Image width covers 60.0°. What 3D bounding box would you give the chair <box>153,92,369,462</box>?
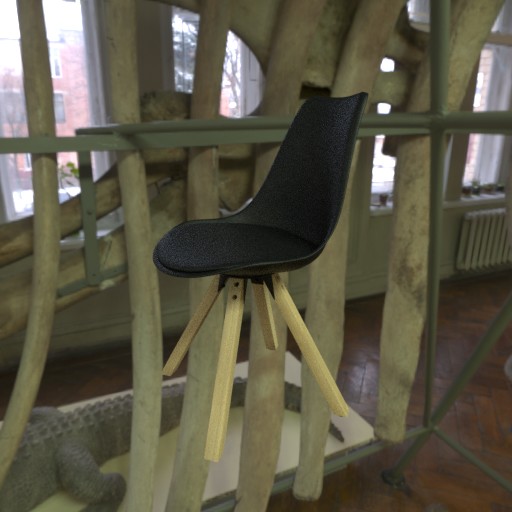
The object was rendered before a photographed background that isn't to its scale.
[{"bbox_3d":[0.000,0.000,1.218,0.549,0.850,0.485,-8,19,-25],"label":"chair"}]
